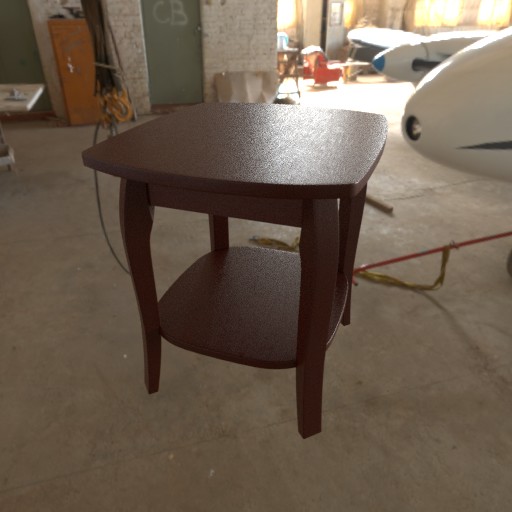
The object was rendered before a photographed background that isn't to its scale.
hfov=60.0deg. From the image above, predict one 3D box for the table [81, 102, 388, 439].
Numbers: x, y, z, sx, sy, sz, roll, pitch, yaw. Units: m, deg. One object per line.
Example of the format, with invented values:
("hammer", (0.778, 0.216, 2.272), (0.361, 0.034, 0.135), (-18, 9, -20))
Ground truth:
("table", (0.000, 0.000, 0.888), (0.433, 0.496, 0.502), (10, 31, 17))
